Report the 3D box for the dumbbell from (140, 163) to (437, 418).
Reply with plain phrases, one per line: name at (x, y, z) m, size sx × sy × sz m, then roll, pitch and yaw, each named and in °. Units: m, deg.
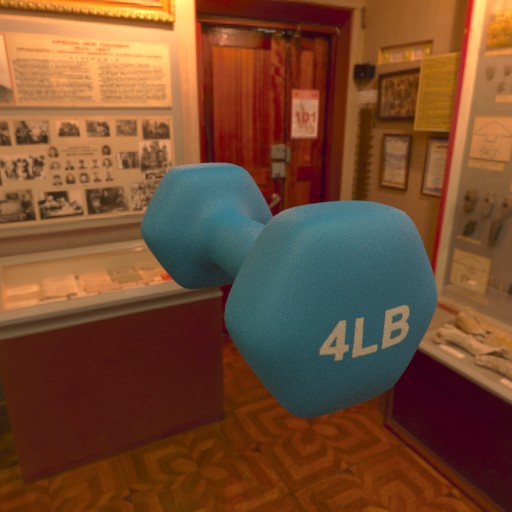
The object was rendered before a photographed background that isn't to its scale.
dumbbell at (0.000, 0.000, 0.192) m, size 0.074 × 0.066 × 0.152 m, roll -9°, pitch 20°, yaw -24°
